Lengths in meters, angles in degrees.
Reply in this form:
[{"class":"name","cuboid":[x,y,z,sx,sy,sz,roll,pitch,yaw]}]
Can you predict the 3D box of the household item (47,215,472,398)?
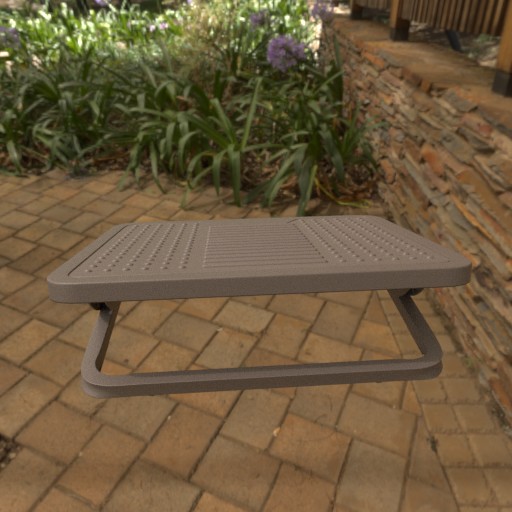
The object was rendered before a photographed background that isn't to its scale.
[{"class":"household item","cuboid":[0.000,0.000,0.529,0.390,0.126,0.301,-2,31,-4]}]
